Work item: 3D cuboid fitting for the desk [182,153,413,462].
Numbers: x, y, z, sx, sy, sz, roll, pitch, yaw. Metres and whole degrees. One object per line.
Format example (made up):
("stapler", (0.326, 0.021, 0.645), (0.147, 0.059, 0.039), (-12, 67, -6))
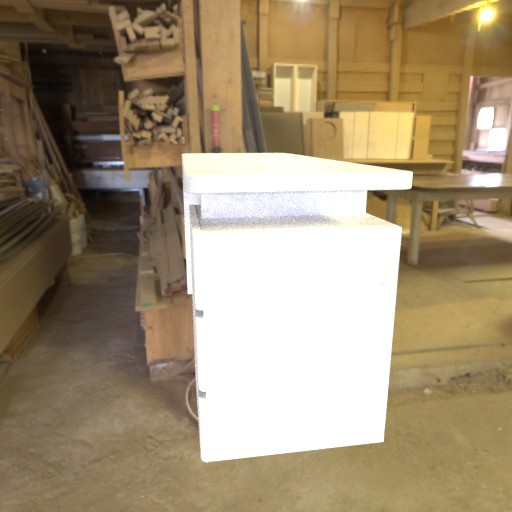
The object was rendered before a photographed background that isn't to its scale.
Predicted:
("desk", (0.000, 0.000, 1.767), (0.550, 0.755, 1.400), (-2, 15, -9))
